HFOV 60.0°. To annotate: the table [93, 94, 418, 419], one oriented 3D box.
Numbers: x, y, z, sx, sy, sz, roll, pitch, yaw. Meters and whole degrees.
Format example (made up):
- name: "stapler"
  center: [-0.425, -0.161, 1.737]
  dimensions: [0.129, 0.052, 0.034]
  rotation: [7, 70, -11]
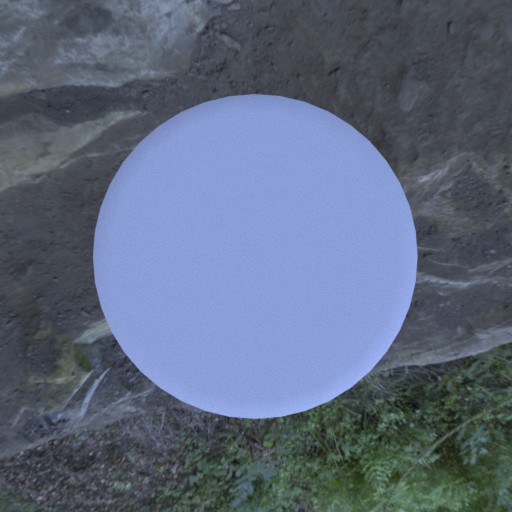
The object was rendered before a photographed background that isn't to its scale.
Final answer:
- name: "table"
  center: [0.000, 0.000, 1.026]
  dimensions: [0.513, 0.653, 0.513]
  rotation: [0, 90, 0]
